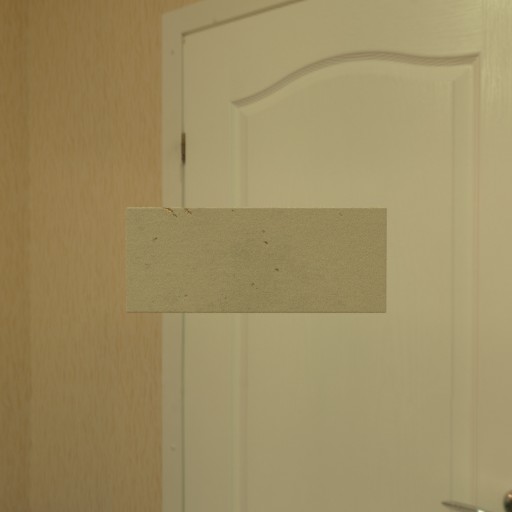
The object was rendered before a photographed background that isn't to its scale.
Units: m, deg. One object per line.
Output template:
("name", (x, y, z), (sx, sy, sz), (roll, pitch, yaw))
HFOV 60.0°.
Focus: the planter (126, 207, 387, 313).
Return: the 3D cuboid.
("planter", (0.000, 0.000, 0.382), (0.127, 0.051, 0.333), (0, 1, 0))
